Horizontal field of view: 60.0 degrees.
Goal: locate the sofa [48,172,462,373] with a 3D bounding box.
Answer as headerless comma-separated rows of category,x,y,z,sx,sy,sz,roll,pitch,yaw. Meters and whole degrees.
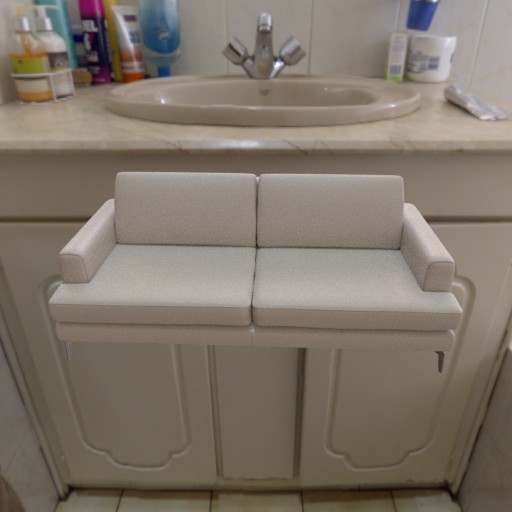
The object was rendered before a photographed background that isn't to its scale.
sofa,0.000,0.000,2.450,1.940,0.765,0.974,1,29,2
